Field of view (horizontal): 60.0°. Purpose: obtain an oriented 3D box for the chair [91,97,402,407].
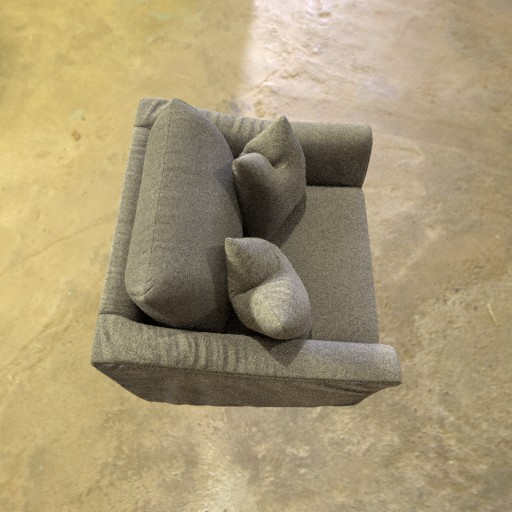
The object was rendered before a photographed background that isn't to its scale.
[{"bbox_3d":[0.000,0.000,1.990,1.071,1.059,1.194,1,63,1],"label":"chair"}]
